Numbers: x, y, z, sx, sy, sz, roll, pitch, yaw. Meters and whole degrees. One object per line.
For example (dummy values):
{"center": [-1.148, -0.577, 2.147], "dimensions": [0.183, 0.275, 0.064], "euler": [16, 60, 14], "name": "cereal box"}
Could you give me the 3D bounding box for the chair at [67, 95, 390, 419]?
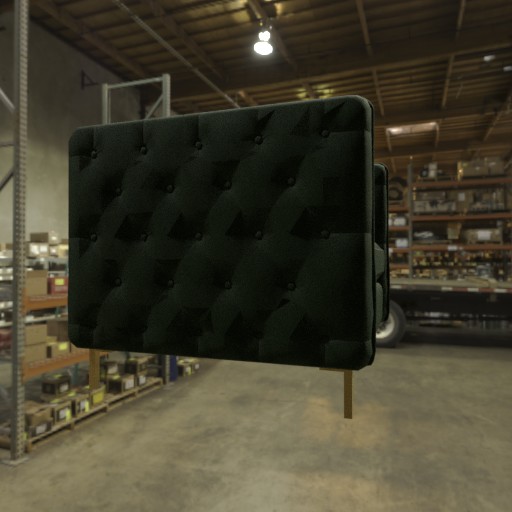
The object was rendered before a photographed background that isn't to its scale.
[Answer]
{"center": [0.000, 0.000, 1.527], "dimensions": [0.855, 0.768, 0.917], "euler": [0, 0, 19], "name": "chair"}
